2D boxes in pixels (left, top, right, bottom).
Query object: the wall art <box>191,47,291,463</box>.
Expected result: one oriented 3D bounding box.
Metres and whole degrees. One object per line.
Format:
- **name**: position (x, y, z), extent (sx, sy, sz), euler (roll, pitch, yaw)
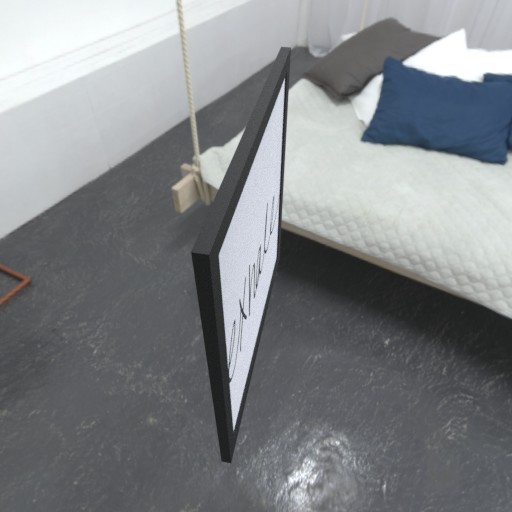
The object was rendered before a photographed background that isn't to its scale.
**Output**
- **wall art**: position (0.000, 0.000, 0.533), extent (0.012, 0.357, 0.358), euler (8, 46, 8)
